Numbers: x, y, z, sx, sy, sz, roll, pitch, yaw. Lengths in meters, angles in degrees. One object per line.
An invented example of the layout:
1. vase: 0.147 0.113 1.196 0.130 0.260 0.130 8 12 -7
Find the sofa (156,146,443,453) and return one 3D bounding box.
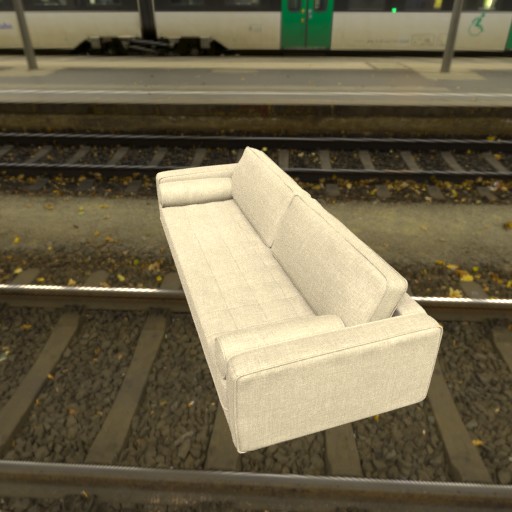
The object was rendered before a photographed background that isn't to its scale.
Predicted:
1. sofa: 0.000 0.000 2.656 0.914 0.762 2.211 -9 32 -16
